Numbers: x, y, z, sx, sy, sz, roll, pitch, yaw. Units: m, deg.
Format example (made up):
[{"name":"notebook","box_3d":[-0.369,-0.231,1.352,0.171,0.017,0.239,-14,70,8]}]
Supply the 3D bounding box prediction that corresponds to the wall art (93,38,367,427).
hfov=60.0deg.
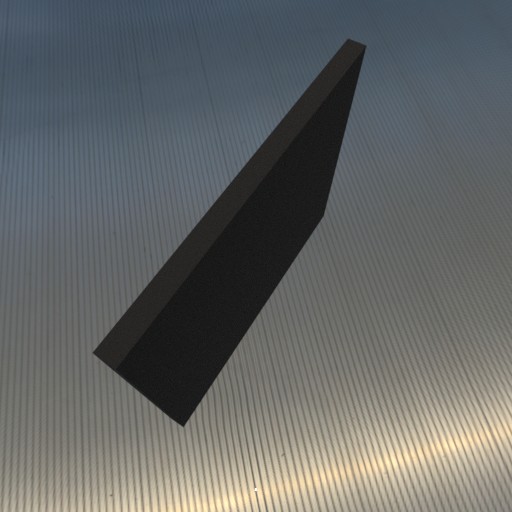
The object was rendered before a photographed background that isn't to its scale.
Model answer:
[{"name":"wall art","box_3d":[0.000,0.000,0.745,0.031,0.457,0.558,29,66,14]}]
